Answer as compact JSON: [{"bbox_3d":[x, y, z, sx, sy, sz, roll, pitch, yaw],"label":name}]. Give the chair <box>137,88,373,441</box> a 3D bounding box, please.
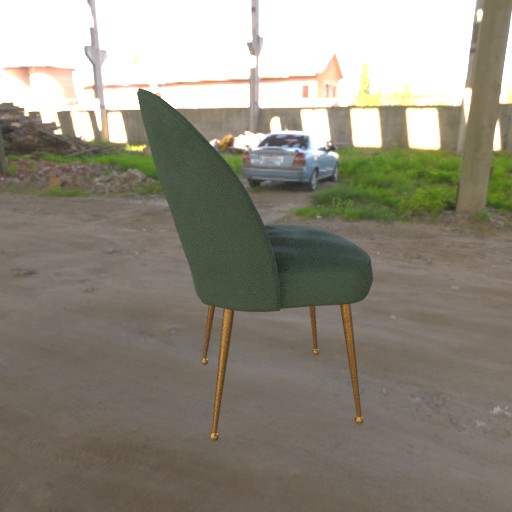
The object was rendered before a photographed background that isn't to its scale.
[{"bbox_3d":[0.000,0.000,1.233,0.577,0.860,0.527,-3,16,-10],"label":"chair"}]
